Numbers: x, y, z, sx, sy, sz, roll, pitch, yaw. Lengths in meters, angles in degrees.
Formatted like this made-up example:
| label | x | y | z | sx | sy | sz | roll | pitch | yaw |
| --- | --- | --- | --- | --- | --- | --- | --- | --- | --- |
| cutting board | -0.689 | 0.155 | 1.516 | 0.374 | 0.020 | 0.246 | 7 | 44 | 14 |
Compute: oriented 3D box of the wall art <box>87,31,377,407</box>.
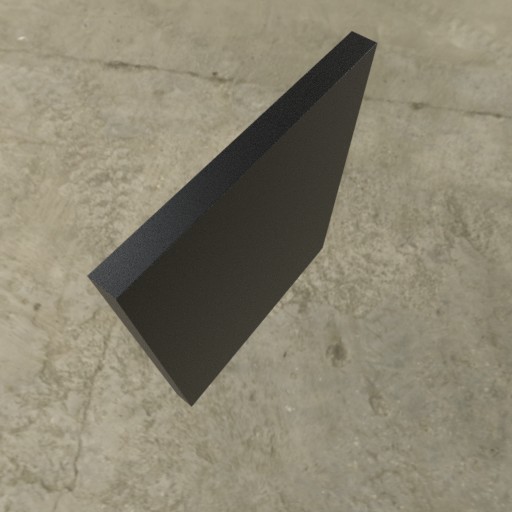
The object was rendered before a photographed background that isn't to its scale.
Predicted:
| label | x | y | z | sx | sy | sz | roll | pitch | yaw |
| --- | --- | --- | --- | --- | --- | --- | --- | --- | --- |
| wall art | 0.000 | 0.000 | 0.517 | 0.028 | 0.380 | 0.325 | 35 | 67 | 17 |
